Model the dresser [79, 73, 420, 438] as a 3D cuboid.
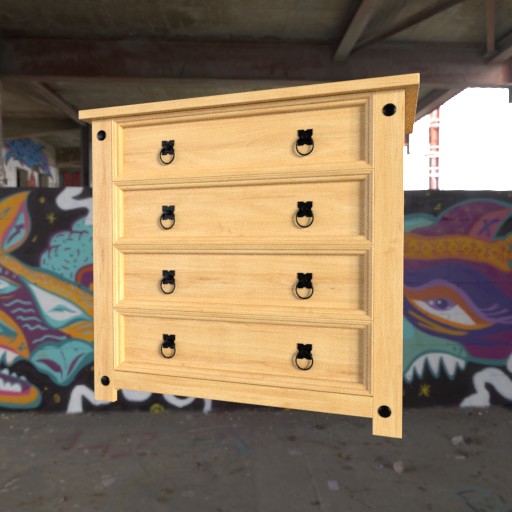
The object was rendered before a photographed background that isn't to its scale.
[{"bbox_3d":[0.000,0.000,1.189,0.800,0.730,0.410,0,2,18],"label":"dresser"}]
